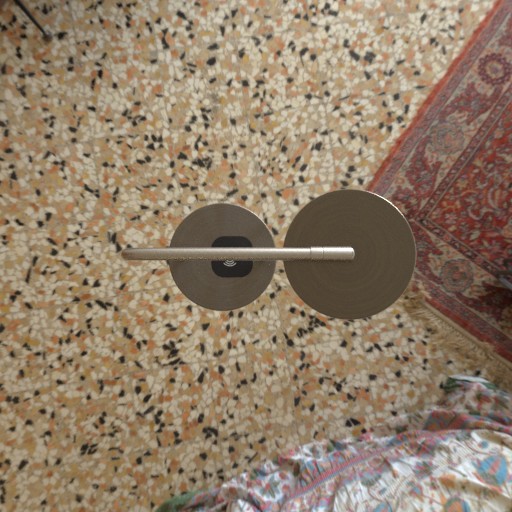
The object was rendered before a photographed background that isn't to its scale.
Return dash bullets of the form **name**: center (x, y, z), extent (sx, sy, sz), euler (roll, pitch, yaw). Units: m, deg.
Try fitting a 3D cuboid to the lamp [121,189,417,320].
- **lamp**: center (0.000, 0.000, 0.662), extent (0.334, 0.469, 0.211), euler (0, 90, -1)
